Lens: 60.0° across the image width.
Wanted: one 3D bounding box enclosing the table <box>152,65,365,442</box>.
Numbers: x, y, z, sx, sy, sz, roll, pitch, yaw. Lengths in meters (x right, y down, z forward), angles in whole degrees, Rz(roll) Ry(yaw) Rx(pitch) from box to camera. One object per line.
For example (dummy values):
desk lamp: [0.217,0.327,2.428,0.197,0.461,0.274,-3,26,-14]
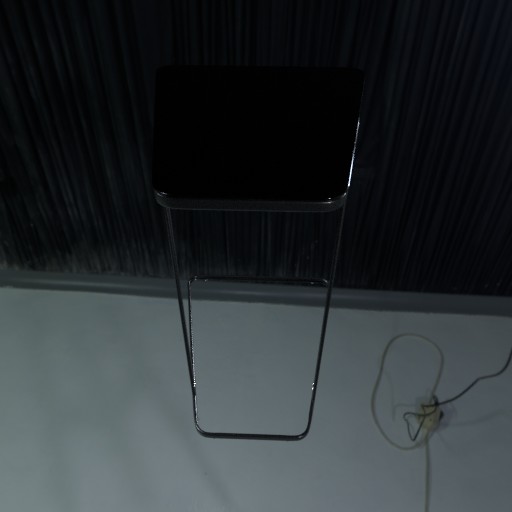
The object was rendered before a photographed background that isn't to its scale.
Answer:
table: [0.000,0.000,0.944,0.427,0.624,0.500,1,41,2]
